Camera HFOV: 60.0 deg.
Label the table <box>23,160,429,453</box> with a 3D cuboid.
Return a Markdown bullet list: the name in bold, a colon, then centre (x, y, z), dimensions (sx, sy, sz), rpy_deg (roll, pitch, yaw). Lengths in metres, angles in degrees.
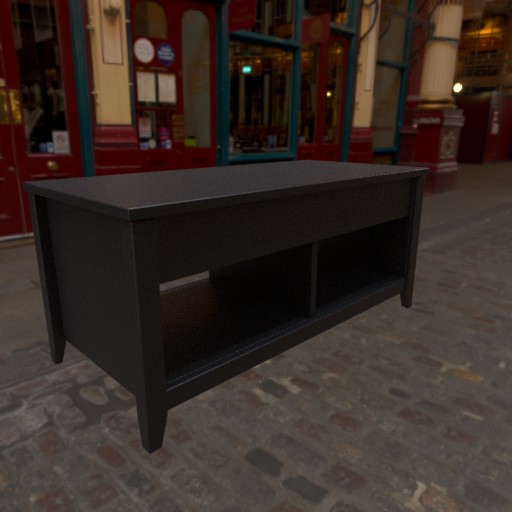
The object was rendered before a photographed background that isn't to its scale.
- **table**: centre (0.000, 0.000, 1.248), dimensions (1.016, 0.457, 0.483), rpy_deg (-15, 22, -42)
